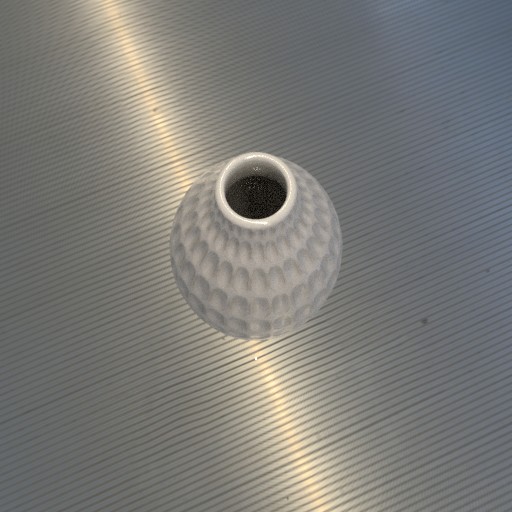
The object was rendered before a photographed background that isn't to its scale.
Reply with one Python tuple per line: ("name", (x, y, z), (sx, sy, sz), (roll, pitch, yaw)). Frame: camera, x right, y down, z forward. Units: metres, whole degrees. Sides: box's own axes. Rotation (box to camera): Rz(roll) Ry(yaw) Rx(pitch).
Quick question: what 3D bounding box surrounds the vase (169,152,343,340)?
("vase", (0.000, 0.000, 0.343), (0.127, 0.282, 0.127), (0, 77, 0))
